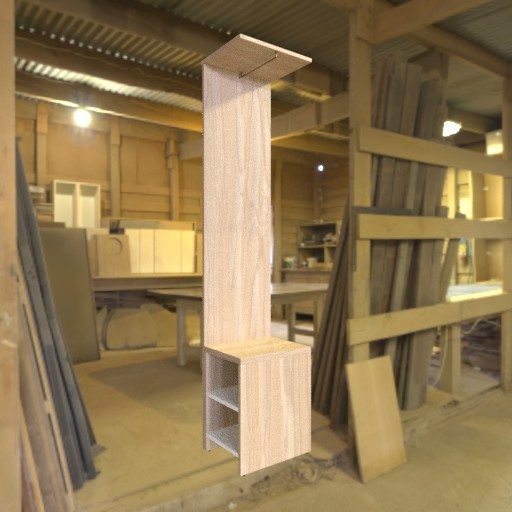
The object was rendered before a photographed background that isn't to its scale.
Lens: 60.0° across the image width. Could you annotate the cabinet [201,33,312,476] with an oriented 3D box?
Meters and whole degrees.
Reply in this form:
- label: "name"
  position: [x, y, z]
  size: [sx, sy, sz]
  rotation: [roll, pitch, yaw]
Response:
- label: "cabinet"
  position: [0.000, 0.000, 2.131]
  size: [0.411, 1.879, 0.338]
  rotation: [0, 0, -36]
